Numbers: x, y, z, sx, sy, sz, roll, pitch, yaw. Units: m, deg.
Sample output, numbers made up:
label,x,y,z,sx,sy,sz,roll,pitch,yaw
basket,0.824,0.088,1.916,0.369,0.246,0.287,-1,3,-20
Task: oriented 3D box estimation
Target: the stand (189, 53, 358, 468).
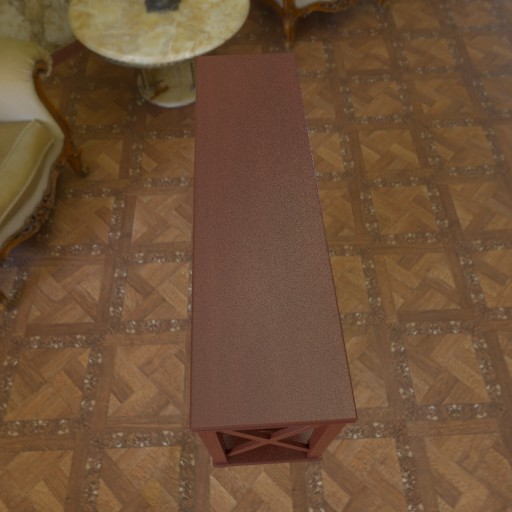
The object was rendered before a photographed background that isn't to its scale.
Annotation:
label,x,y,z,sx,sy,sz,roll,pitch,yaw
stand,0.000,0.000,1.678,0.381,0.762,1.372,-3,58,-2
